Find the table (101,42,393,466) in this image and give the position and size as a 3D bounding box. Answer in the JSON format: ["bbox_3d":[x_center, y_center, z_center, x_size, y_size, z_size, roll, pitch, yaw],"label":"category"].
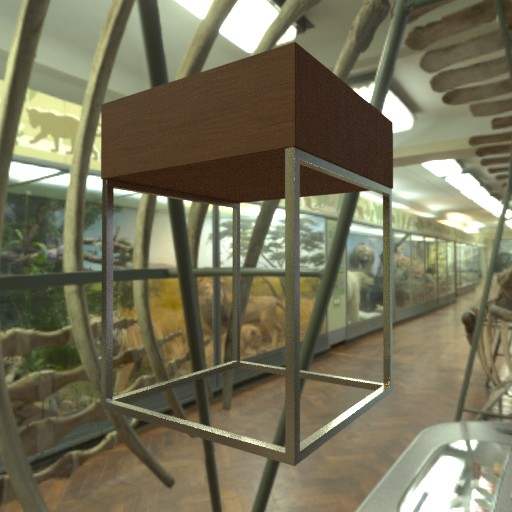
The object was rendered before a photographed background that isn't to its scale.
[{"bbox_3d":[0.000,0.000,0.839,0.397,0.540,0.398,-1,-1,35],"label":"table"}]
